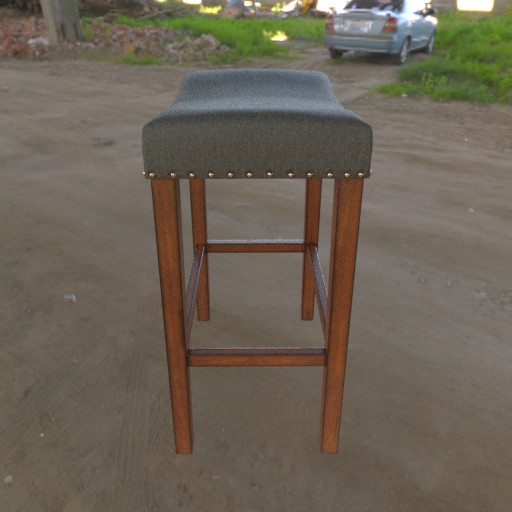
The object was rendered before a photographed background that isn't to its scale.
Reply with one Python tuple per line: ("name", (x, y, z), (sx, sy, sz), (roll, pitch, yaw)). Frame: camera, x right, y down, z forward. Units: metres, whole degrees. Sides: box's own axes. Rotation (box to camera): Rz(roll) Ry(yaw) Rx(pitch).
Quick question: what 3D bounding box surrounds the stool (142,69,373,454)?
("stool", (0.000, 0.000, 1.025), (0.366, 0.748, 0.502), (0, 31, 0))
